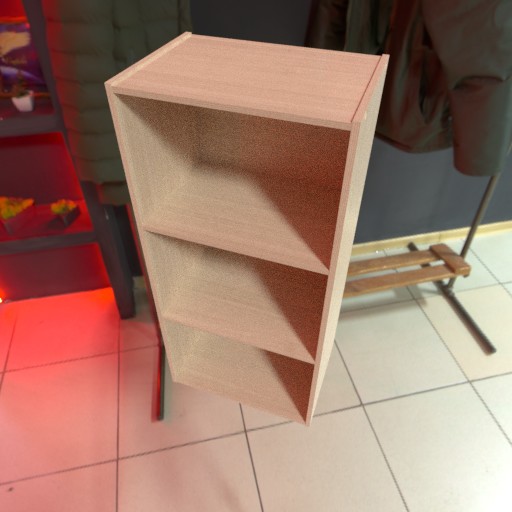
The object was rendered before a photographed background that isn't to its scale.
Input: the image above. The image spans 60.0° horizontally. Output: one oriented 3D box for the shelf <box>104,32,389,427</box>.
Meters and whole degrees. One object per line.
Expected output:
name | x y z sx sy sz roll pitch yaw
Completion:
shelf | 0.000 0.000 1.058 0.417 0.876 0.292 14 44 15
